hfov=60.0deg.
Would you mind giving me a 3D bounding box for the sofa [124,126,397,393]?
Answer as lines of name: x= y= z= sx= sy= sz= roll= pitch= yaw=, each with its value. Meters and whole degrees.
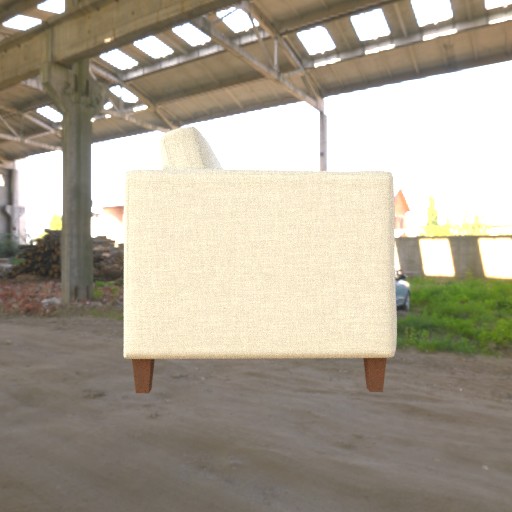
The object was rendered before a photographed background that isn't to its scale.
sofa: x=0.000 y=0.000 z=2.395 sx=0.950 sy=0.963 sz=1.838 roll=0 pitch=0 yaw=-1
